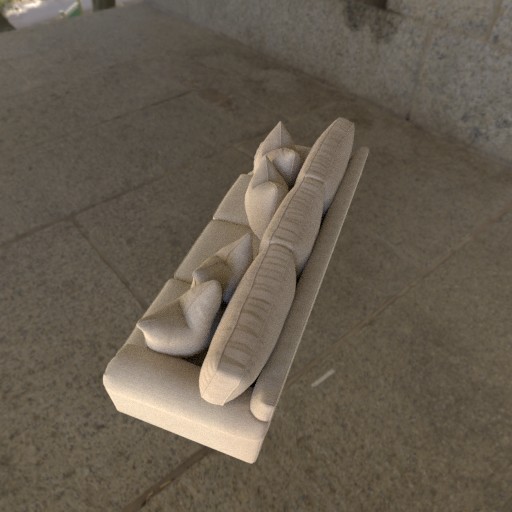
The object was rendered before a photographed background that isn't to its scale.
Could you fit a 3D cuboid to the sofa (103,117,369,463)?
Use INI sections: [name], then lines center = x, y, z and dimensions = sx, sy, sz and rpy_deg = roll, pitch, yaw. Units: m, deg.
[sofa]
center = 0.000, 0.000, 2.859
dimensions = 0.965, 0.975, 2.312
rpy_deg = 15, 48, 14
